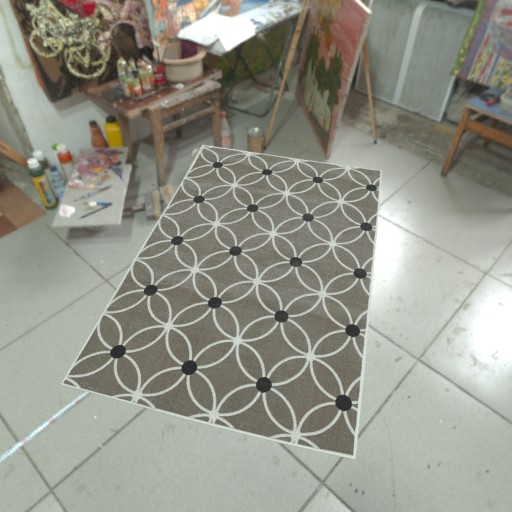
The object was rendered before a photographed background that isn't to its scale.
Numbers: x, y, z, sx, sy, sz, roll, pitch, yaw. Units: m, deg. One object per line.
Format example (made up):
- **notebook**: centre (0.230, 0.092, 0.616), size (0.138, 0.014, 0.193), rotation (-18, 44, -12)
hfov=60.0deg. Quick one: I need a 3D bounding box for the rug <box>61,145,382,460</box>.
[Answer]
- **rug**: centre (0.000, 0.000, 2.912), size (1.522, 0.008, 2.284), rotation (10, 48, 9)
